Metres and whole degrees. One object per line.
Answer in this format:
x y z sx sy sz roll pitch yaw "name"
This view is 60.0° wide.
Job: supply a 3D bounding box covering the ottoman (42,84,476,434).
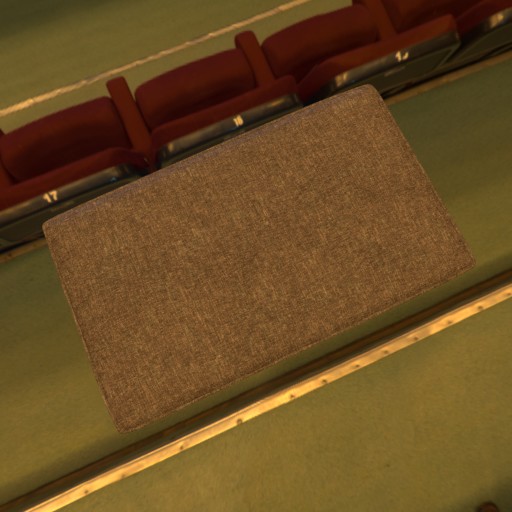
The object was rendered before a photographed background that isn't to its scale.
0.000 0.000 1.537 1.184 0.487 0.717 -24 78 -5 "ottoman"
